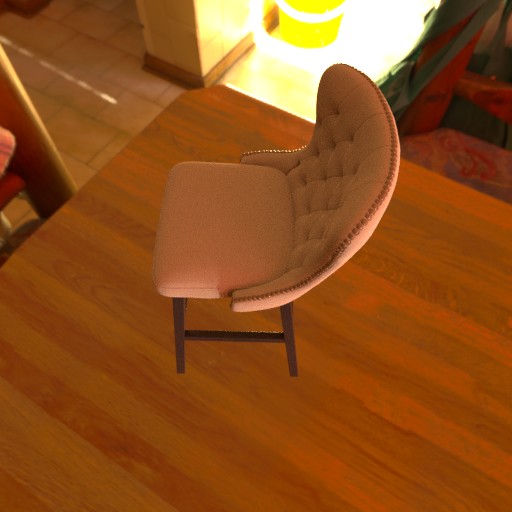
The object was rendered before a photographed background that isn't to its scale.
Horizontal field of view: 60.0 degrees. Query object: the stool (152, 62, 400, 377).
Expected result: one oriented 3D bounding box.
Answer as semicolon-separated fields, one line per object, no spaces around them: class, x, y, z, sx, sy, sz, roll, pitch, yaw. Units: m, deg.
stool;0.000;0.000;1.384;0.605;1.066;0.528;1;59;1
